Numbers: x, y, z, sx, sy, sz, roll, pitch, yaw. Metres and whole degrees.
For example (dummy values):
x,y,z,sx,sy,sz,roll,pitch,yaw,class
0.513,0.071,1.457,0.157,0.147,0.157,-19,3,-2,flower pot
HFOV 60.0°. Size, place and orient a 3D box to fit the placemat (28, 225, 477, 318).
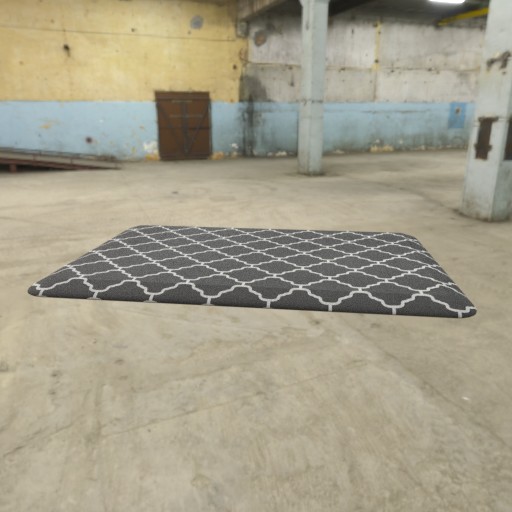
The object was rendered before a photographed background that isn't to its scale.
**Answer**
x,y,z,sx,sy,sz,roll,pitch,yaw,class
0.000,0.000,0.956,0.762,0.021,0.508,2,17,7,placemat
